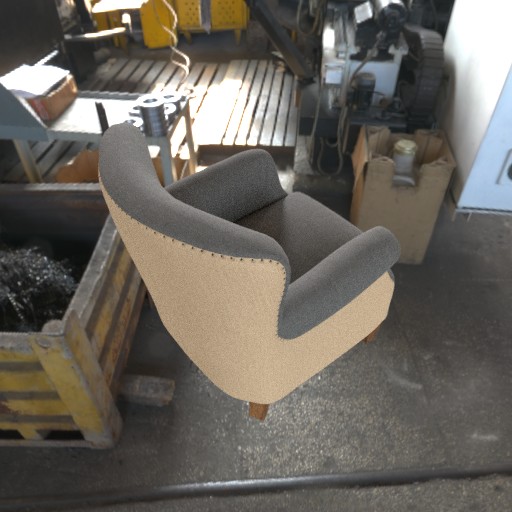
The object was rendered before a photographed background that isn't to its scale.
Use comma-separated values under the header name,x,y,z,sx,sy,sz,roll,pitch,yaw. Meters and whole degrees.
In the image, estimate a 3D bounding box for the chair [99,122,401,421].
name,x,y,z,sx,sy,sz,roll,pitch,yaw
chair,0.000,0.000,1.652,0.921,0.936,0.861,-27,48,-26
